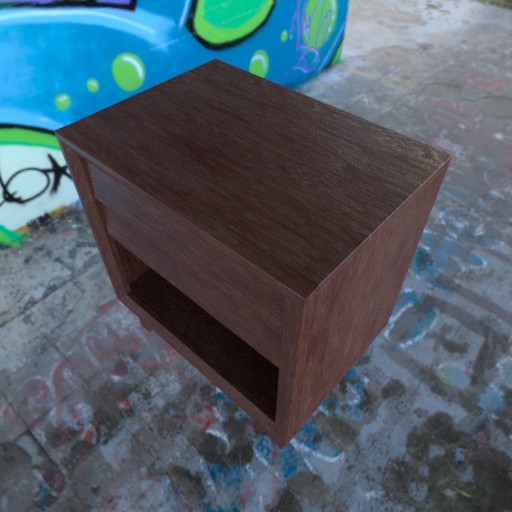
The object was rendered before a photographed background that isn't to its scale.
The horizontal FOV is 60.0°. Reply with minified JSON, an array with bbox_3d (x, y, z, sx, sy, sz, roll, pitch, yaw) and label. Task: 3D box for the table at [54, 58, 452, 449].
[{"bbox_3d":[0.000,0.000,0.993,0.557,0.609,0.449,33,55,27],"label":"table"}]
